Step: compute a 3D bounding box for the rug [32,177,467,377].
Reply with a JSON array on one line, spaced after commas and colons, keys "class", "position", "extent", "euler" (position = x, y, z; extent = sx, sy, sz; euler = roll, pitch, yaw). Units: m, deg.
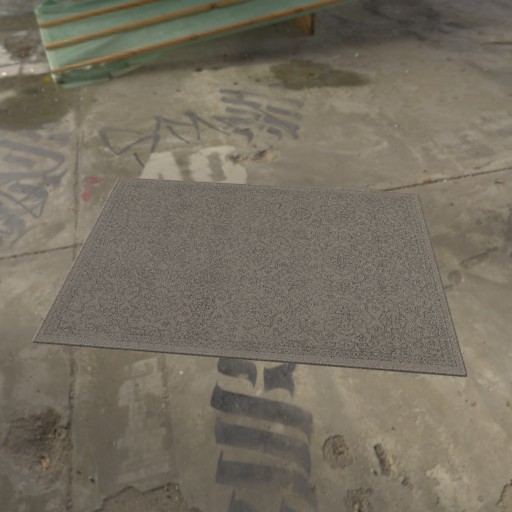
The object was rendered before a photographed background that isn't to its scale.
[{"class": "rug", "position": [0.000, 0.000, 2.274], "extent": [1.829, 0.010, 1.219], "euler": [4, 45, 4]}]
